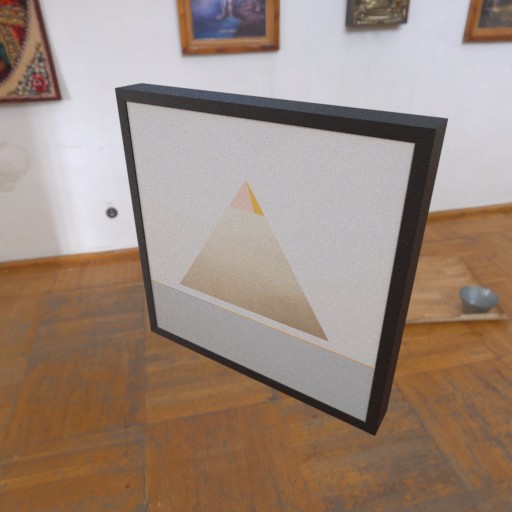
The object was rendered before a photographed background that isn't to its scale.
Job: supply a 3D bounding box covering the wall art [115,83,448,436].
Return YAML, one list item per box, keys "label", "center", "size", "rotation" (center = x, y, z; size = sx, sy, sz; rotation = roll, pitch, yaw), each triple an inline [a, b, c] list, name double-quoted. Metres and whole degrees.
- label: "wall art"
  center: [0.000, 0.000, 0.451]
  size: [0.304, 0.303, 0.037]
  rotation: [17, 34, 28]
